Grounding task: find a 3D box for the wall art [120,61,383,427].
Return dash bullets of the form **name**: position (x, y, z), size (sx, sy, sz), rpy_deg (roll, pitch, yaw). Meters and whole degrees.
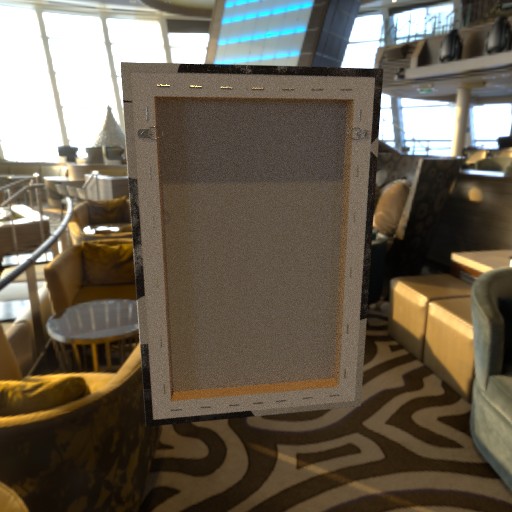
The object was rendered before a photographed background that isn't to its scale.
- **wall art**: position (0.000, 0.000, 0.769), size (0.407, 0.610, 0.039), rpy_deg (-2, 15, -9)
